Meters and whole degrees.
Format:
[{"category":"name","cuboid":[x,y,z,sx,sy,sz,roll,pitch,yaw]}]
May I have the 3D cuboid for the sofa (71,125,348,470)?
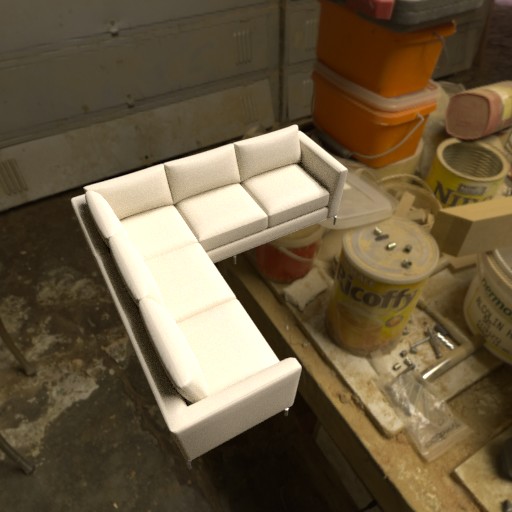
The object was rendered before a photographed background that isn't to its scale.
[{"category":"sofa","cuboid":[0.000,0.000,3.785,2.448,0.867,2.430,-22,49,-20]}]
